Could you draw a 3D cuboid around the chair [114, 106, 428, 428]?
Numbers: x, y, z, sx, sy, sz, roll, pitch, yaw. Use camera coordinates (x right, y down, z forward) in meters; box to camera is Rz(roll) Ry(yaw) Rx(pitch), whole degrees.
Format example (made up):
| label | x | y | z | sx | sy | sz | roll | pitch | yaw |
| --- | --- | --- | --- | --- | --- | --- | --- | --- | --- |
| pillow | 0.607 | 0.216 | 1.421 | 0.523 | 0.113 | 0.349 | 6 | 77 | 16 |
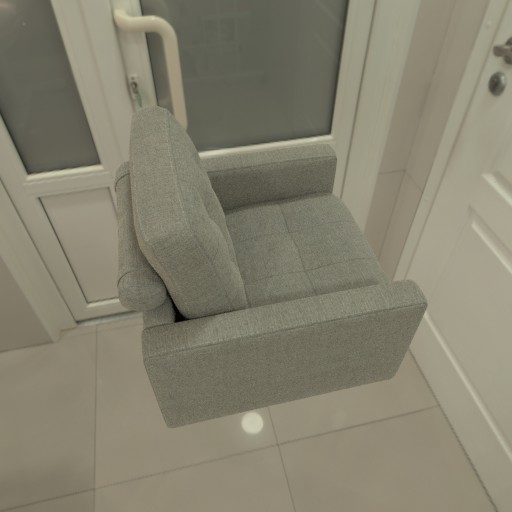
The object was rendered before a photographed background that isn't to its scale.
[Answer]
| label | x | y | z | sx | sy | sz | roll | pitch | yaw |
| --- | --- | --- | --- | --- | --- | --- | --- | --- | --- |
| chair | 0.000 | 0.000 | 1.513 | 0.843 | 0.880 | 0.821 | -10 | 48 | -9 |
